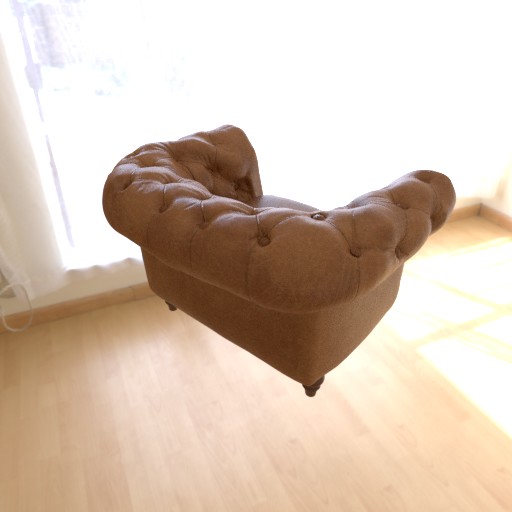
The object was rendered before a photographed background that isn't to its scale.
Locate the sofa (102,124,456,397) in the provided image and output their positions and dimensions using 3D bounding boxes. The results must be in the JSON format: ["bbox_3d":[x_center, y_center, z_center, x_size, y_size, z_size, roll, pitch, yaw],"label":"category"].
[{"bbox_3d":[0.000,0.000,2.062,1.405,0.878,1.033,24,39,34],"label":"sofa"}]
